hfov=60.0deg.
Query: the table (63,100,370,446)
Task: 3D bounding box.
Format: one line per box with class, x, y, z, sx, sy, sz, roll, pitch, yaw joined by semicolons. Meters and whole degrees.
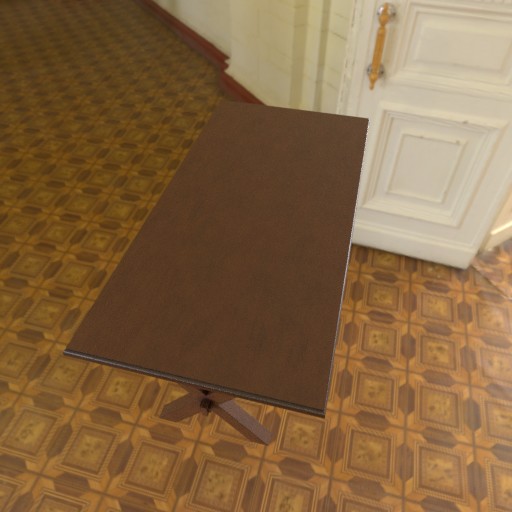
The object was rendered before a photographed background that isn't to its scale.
table;0.000;0.000;1.507;0.594;0.459;1.197;11;48;10
